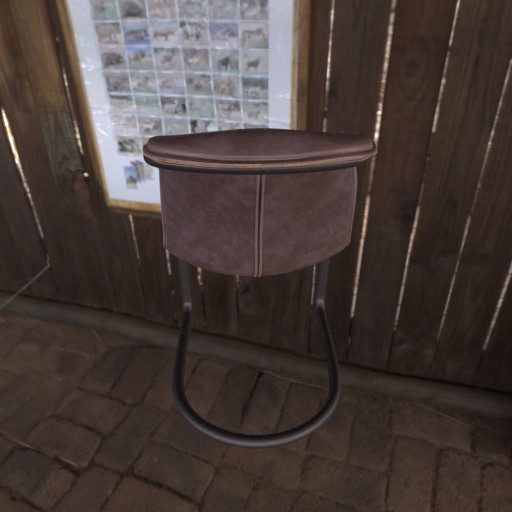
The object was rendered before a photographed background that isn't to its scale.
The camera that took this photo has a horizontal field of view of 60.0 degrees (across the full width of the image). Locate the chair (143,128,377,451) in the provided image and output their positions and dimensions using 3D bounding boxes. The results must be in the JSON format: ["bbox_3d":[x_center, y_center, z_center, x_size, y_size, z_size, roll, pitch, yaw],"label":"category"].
[{"bbox_3d":[0.000,0.000,1.261,0.536,0.836,0.664,-1,30,-1],"label":"chair"}]
